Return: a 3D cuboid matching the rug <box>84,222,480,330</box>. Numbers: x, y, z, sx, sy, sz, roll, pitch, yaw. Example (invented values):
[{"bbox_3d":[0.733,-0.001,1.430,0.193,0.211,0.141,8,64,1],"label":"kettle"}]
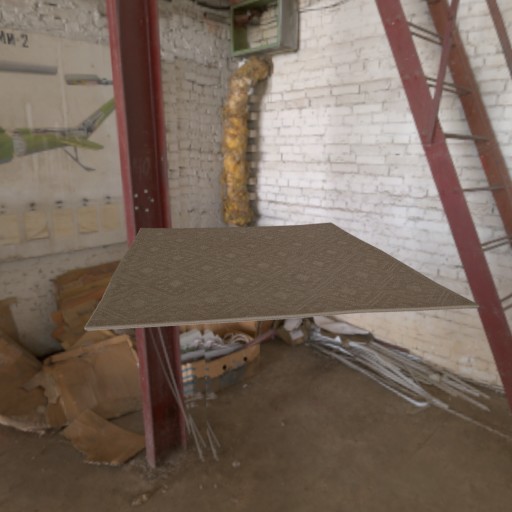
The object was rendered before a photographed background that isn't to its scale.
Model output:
[{"bbox_3d":[0.000,0.000,4.054,2.399,0.054,3.011,-2,14,-8],"label":"rug"}]
